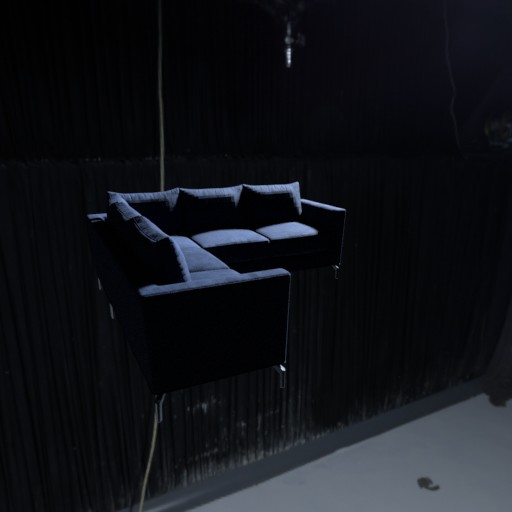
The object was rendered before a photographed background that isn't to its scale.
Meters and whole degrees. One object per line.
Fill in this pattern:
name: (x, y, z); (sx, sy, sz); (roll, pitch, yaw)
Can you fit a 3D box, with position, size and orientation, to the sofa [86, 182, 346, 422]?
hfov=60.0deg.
sofa: (0.000, 0.000, 3.812); (2.463, 0.988, 2.472); (-7, 17, -25)
